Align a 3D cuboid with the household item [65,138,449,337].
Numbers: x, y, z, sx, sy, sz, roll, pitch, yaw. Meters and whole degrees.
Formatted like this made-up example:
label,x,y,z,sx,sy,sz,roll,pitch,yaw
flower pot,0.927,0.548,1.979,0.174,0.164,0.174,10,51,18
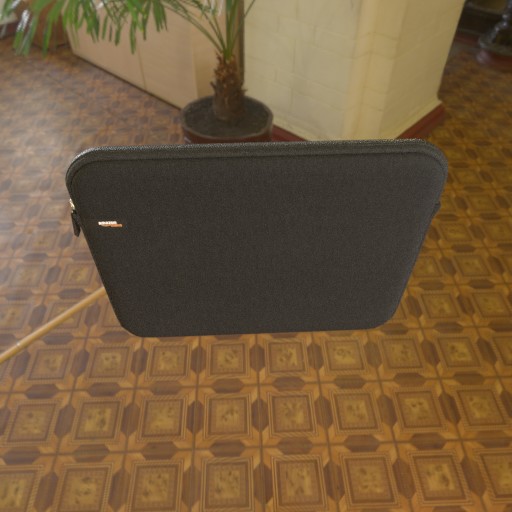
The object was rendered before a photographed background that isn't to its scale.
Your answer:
label,x,y,z,sx,sy,sz,roll,pitch,yaw
household item,0.000,0.000,0.529,0.396,0.305,0.030,-2,46,-2
